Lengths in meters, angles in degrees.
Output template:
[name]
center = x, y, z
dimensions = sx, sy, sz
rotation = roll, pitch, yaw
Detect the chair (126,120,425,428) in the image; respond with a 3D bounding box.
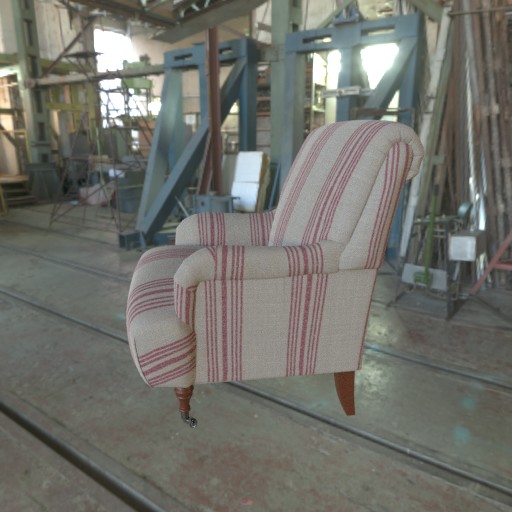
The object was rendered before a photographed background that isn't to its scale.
[chair]
center = 0.000, 0.000, 1.914
dimensions = 1.058, 1.123, 0.933
rotation = -2, 15, -9
